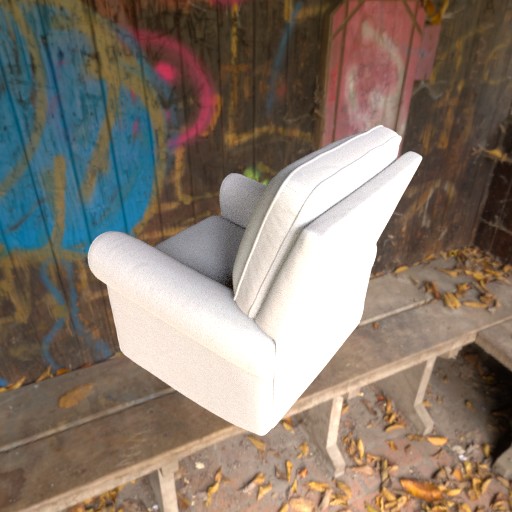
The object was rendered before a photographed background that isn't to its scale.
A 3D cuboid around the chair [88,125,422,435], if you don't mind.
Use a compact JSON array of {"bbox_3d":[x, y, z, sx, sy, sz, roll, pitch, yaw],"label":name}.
[{"bbox_3d":[0.000,0.000,1.667,0.878,0.960,0.890,21,37,30],"label":"chair"}]
